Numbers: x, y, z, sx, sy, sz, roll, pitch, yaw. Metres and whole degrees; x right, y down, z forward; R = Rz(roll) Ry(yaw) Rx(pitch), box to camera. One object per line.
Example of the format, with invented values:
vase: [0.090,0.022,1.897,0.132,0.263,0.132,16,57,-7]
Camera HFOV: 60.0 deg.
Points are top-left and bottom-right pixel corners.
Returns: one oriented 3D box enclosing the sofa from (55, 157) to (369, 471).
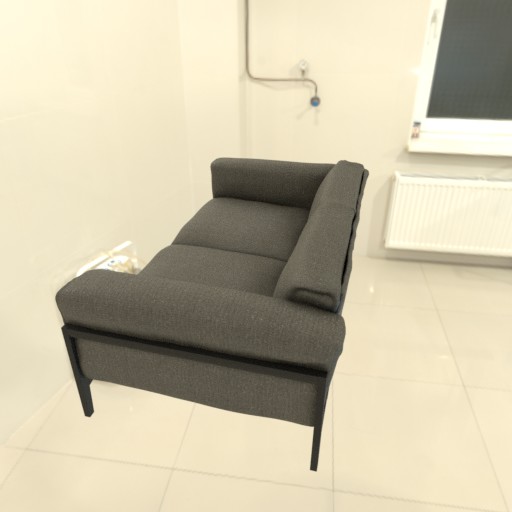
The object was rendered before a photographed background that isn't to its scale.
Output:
sofa: [0.000,0.000,2.162,0.960,0.656,1.690,8,30,13]
